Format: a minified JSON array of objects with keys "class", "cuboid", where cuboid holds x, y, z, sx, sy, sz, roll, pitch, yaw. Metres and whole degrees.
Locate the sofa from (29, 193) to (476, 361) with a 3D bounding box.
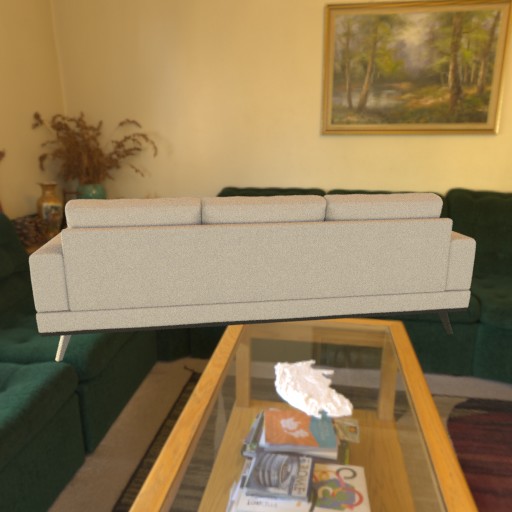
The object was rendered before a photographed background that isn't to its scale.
[{"class":"sofa","cuboid":[0.000,0.000,2.717,2.310,0.810,0.920,-2,15,-8]}]
